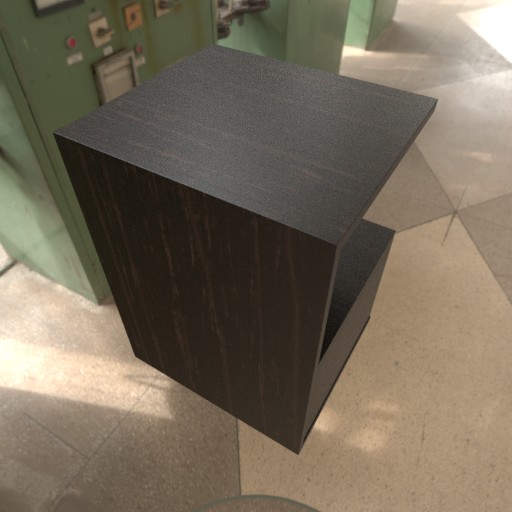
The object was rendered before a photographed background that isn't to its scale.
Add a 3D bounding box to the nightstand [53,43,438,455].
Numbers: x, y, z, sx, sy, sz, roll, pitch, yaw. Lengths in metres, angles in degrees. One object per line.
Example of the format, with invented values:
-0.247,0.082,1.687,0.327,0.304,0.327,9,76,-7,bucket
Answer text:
0.000,0.000,0.806,0.400,0.559,0.356,24,50,21,nightstand
